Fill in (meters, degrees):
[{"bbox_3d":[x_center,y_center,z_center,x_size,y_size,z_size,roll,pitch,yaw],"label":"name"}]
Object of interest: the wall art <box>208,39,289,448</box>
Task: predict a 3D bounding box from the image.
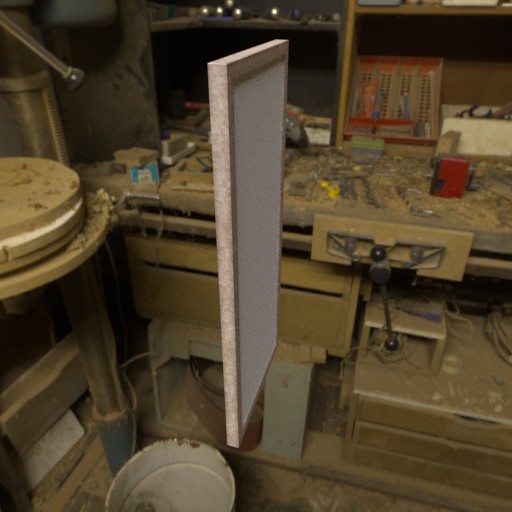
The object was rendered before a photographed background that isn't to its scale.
[{"bbox_3d":[0.000,0.000,1.720,0.051,1.461,0.648,9,32,15],"label":"wall art"}]
